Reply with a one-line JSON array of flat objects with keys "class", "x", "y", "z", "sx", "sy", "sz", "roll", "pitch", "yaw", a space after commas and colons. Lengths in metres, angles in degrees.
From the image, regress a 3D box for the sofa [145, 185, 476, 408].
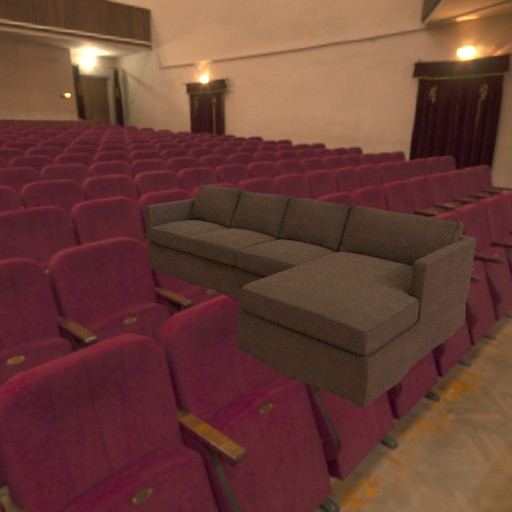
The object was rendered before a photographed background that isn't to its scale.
[{"class": "sofa", "x": 0.000, "y": 0.000, "z": 3.959, "sx": 3.205, "sy": 0.922, "sz": 1.650, "roll": 15, "pitch": 22, "yaw": 41}]
